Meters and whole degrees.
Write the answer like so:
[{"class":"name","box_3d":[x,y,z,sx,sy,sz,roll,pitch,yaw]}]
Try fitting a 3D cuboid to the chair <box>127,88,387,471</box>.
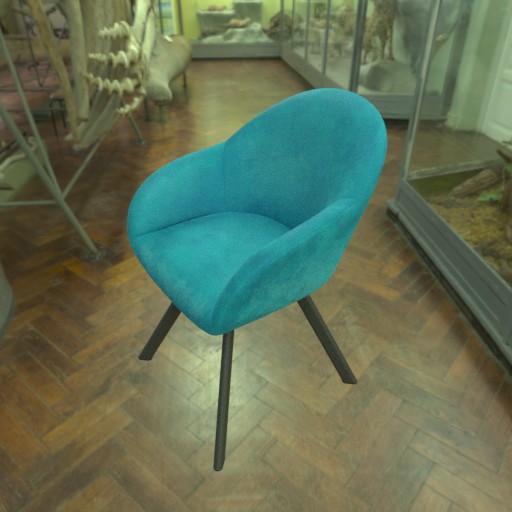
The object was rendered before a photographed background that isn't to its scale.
[{"class":"chair","box_3d":[0.000,0.000,1.196,0.590,0.795,0.550,-21,37,-30]}]
